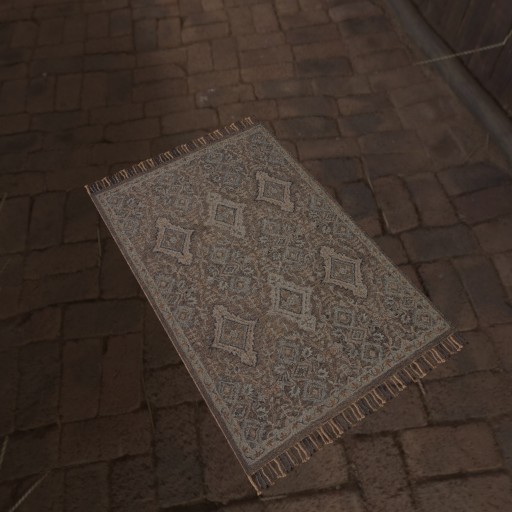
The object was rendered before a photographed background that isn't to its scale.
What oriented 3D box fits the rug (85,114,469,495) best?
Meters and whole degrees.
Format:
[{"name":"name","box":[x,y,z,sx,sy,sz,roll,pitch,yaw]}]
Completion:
[{"name":"rug","box":[0.000,0.000,3.006,1.516,0.010,2.434,-28,62,-17]}]
